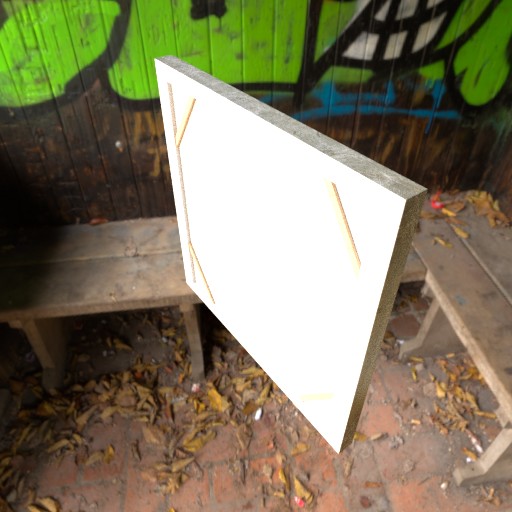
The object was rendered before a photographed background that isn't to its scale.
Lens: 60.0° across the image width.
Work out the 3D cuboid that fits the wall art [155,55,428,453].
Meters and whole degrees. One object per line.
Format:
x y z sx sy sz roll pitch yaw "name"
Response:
0.000 0.000 0.884 0.038 0.610 0.610 -26 47 -27 "wall art"
